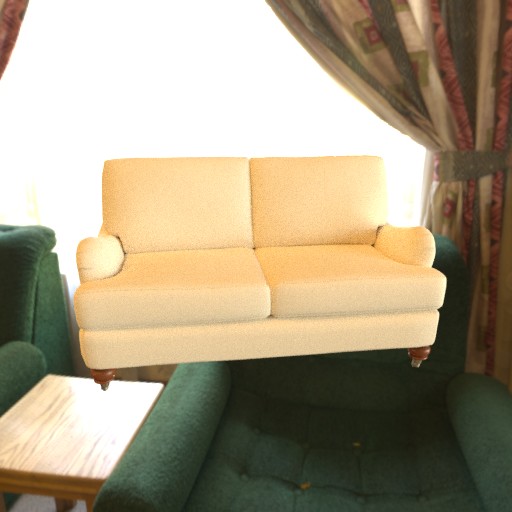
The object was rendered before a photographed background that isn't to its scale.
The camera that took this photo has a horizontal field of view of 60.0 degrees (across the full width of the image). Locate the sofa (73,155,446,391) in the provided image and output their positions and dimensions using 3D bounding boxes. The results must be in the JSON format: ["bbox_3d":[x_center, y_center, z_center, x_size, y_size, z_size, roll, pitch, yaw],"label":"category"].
[{"bbox_3d":[0.000,0.000,2.575,1.853,1.101,1.084,-2,17,-8],"label":"sofa"}]
